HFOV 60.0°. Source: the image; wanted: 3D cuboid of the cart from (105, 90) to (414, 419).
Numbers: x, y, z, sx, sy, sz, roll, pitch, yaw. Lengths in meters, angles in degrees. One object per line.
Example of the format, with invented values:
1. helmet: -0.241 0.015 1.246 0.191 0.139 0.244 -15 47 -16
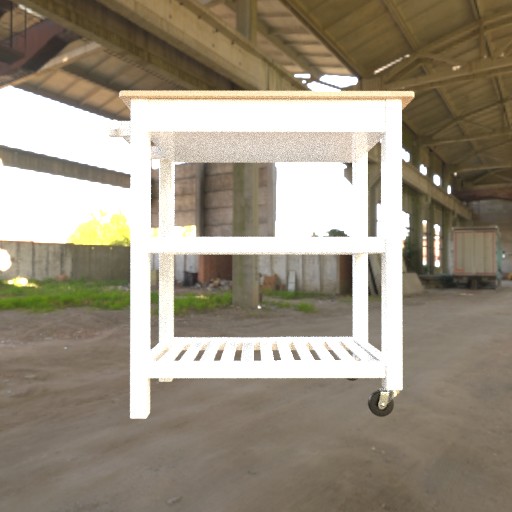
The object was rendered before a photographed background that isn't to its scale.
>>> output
1. cart: 0.000 0.000 1.472 0.899 0.927 0.457 0 -1 0
